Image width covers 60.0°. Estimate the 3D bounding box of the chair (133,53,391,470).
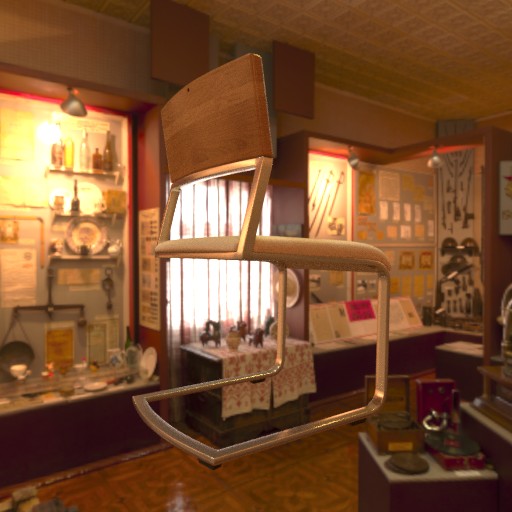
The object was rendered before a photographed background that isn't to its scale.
[{"bbox_3d":[0.000,0.000,1.206,0.585,0.844,0.467,0,1,-35],"label":"chair"}]
